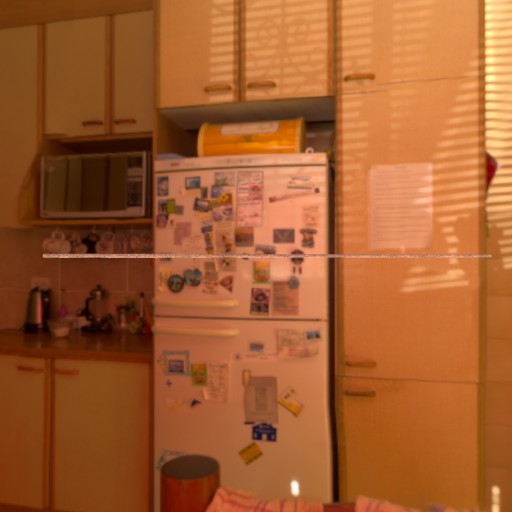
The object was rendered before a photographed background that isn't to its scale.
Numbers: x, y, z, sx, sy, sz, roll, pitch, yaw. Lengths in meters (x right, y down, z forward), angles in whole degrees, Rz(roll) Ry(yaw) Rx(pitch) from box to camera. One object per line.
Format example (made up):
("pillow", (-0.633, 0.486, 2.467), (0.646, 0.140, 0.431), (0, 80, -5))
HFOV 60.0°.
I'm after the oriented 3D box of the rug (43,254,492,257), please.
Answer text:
("rug", (0.000, 0.000, 2.274), (1.819, 0.012, 1.208), (0, 0, -18))
